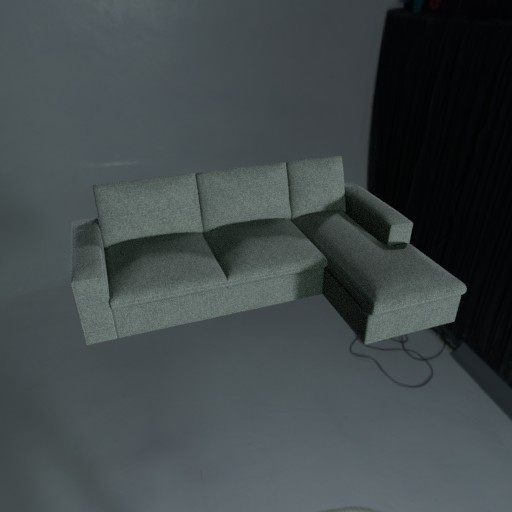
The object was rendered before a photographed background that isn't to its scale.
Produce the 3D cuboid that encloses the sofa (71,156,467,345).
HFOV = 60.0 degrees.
[{"bbox_3d":[0.000,0.000,3.508,2.718,0.940,1.689,-10,32,-17],"label":"sofa"}]
